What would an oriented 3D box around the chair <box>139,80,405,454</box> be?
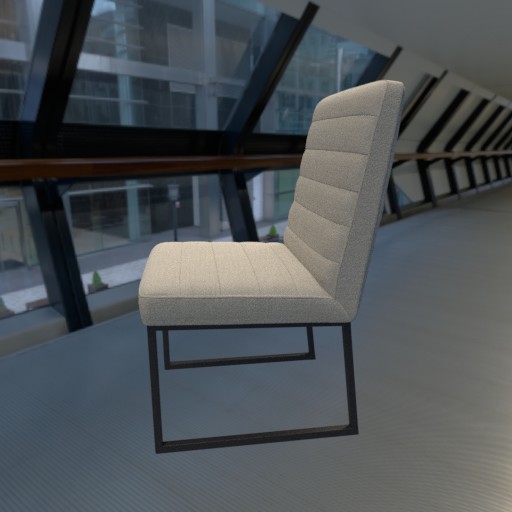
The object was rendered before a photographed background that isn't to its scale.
[{"bbox_3d":[0.000,0.000,1.304,0.634,0.930,0.520,-2,15,-8],"label":"chair"}]
